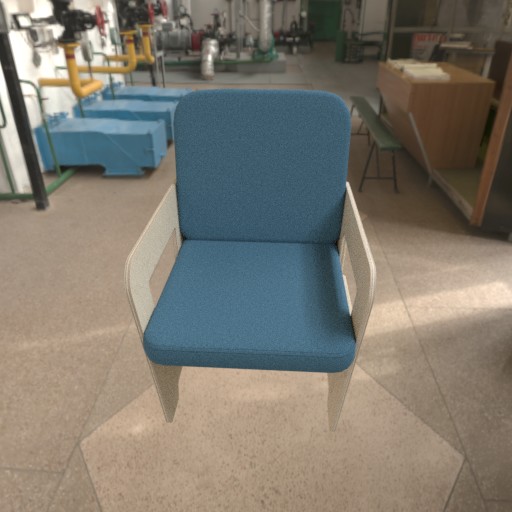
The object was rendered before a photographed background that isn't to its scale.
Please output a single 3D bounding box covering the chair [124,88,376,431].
[{"bbox_3d":[0.000,0.000,1.185,0.547,0.747,0.657,2,31,3],"label":"chair"}]
